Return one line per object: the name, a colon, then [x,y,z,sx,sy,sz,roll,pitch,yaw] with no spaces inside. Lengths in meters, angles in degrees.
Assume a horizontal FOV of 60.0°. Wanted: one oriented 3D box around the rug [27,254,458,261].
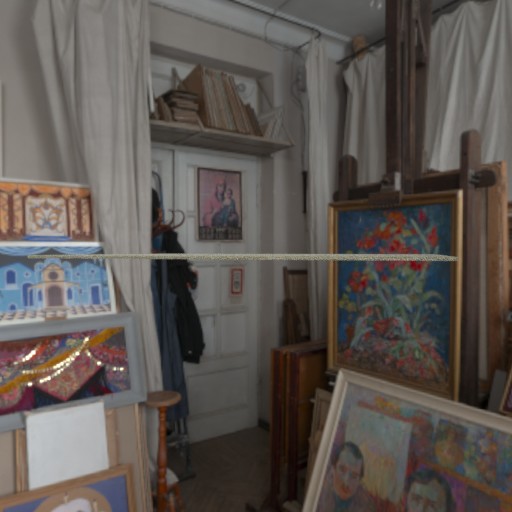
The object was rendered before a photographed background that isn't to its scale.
rug: [0.000,0.000,2.934,2.297,0.018,1.532,0,1,18]
